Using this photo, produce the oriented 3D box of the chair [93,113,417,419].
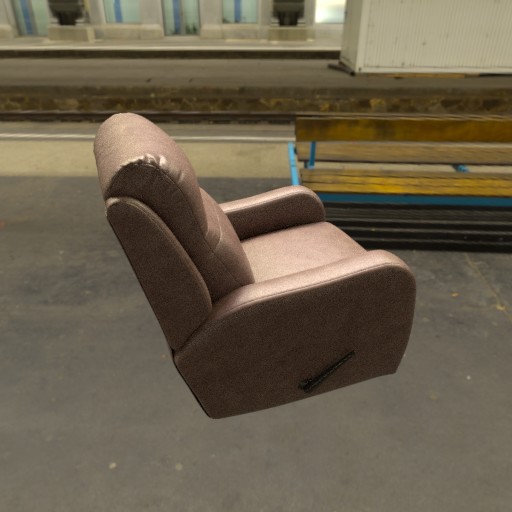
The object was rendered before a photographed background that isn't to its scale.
[{"bbox_3d":[0.000,0.000,1.765,1.067,1.067,0.865,-11,32,-18],"label":"chair"}]
